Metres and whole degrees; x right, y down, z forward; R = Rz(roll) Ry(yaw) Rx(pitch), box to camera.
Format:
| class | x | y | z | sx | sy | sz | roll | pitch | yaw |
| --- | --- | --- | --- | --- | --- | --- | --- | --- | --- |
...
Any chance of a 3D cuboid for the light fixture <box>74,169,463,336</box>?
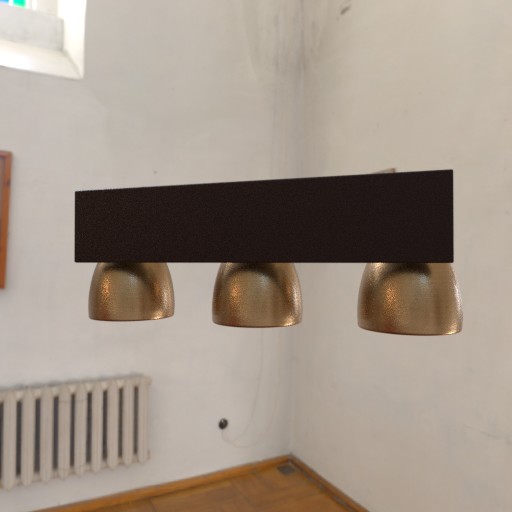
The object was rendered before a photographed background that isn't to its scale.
| class | x | y | z | sx | sy | sz | roll | pitch | yaw |
| --- | --- | --- | --- | --- | --- | --- | --- | --- | --- |
| light fixture | 0.000 | 0.000 | 0.681 | 0.582 | 0.204 | 0.157 | 0 | -1 | 17 |
